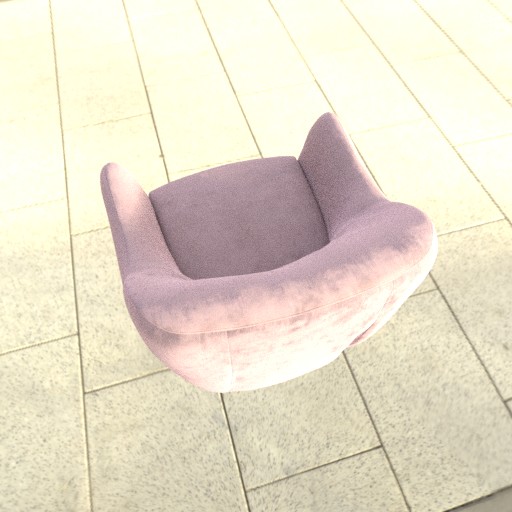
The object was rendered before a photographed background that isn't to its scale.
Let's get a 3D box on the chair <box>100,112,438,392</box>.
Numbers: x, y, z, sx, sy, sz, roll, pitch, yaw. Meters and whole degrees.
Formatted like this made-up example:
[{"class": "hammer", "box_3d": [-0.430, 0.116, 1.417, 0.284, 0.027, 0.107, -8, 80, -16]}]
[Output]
[{"class": "chair", "box_3d": [0.000, 0.000, 1.473, 0.840, 0.820, 0.820, -16, 59, -10]}]
